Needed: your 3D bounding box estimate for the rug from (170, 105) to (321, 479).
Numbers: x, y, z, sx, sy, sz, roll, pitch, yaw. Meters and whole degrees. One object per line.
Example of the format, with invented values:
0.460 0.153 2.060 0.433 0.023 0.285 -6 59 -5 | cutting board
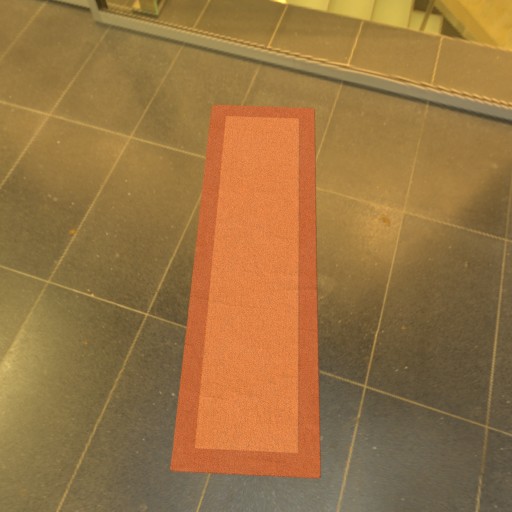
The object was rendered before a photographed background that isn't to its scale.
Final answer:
0.000 0.000 2.735 0.914 0.013 2.471 -1 65 -1 | rug
